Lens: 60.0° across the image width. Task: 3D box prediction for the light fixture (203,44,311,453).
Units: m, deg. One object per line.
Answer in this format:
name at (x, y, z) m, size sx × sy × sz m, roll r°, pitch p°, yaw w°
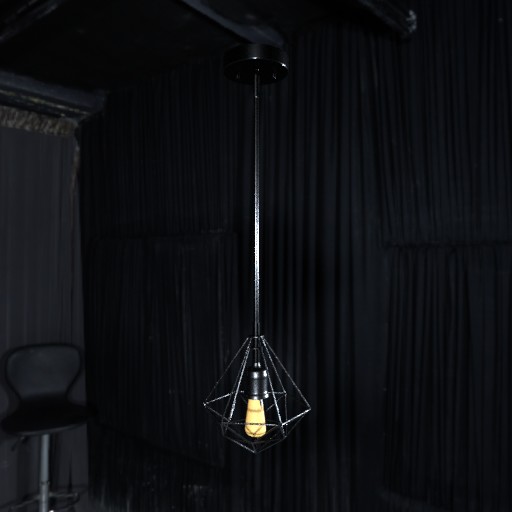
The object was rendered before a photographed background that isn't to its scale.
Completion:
light fixture at (0.000, 0.000, 1.989) m, size 0.431 × 1.764 × 0.487 m, roll 0°, pitch 0°, yaw 36°
